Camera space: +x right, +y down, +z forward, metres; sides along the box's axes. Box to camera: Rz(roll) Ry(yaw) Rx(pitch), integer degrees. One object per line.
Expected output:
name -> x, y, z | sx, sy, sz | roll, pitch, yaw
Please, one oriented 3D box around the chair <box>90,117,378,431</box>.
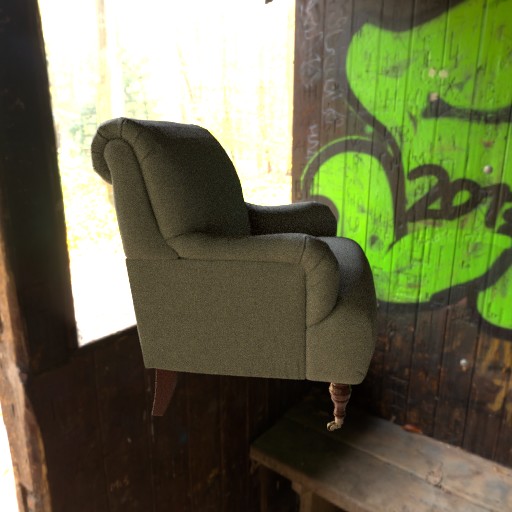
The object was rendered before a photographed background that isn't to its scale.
chair -> 0.000, 0.000, 2.012 | 1.060, 1.178, 0.964 | 2, 15, 9
